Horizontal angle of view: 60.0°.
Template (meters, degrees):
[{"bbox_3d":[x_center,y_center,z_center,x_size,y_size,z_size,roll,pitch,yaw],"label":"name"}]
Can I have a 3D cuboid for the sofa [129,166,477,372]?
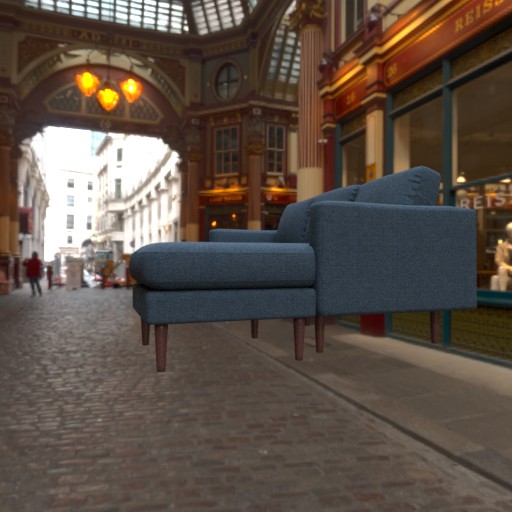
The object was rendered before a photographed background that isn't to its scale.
[{"bbox_3d":[0.000,0.000,2.932,1.667,0.957,2.055,0,-1,-20],"label":"sofa"}]
